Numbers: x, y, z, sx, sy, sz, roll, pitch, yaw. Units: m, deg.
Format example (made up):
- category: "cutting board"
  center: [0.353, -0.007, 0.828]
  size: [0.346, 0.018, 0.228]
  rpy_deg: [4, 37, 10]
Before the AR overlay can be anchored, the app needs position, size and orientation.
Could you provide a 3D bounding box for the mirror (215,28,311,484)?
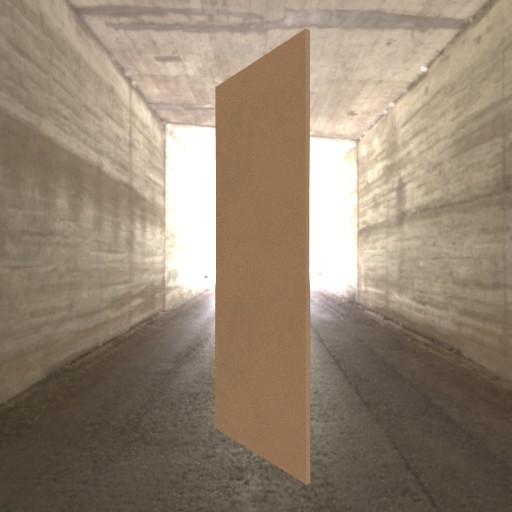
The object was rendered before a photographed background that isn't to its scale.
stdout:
- category: "mirror"
  center: [0.000, 0.000, 2.315]
  size: [0.026, 2.031, 0.812]
  rpy_deg: [1, -1, -35]
